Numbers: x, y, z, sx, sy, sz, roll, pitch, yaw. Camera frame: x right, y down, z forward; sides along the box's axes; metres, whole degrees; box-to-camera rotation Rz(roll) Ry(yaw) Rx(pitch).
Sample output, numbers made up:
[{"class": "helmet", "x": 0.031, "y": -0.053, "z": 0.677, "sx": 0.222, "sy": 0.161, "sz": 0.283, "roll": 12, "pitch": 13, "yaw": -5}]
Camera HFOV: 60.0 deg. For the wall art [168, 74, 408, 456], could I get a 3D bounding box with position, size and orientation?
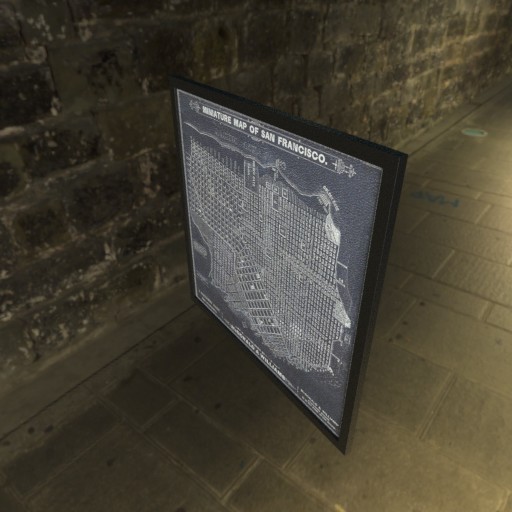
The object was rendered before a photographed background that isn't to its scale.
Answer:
[{"class": "wall art", "x": 0.000, "y": 0.000, "z": 1.207, "sx": 0.022, "sy": 0.807, "sz": 0.807, "roll": -22, "pitch": 39, "yaw": -30}]
